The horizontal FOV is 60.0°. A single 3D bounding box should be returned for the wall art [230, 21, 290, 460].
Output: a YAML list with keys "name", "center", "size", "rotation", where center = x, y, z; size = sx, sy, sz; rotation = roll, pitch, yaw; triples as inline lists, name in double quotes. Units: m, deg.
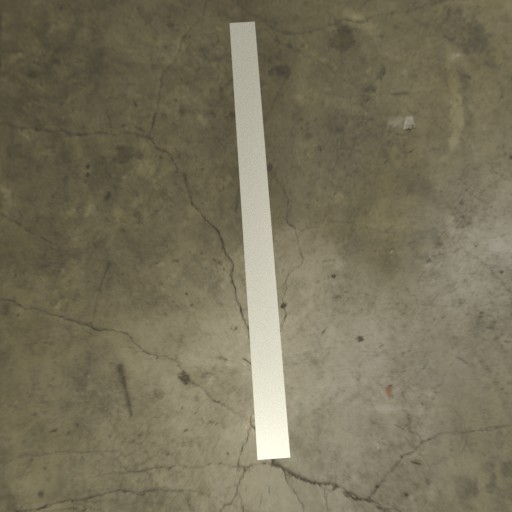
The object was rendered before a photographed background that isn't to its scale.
- name: "wall art"
  center: [0.000, 0.000, 1.414]
  size: [0.066, 0.801, 1.056]
  rotation: [-4, 75, -1]
